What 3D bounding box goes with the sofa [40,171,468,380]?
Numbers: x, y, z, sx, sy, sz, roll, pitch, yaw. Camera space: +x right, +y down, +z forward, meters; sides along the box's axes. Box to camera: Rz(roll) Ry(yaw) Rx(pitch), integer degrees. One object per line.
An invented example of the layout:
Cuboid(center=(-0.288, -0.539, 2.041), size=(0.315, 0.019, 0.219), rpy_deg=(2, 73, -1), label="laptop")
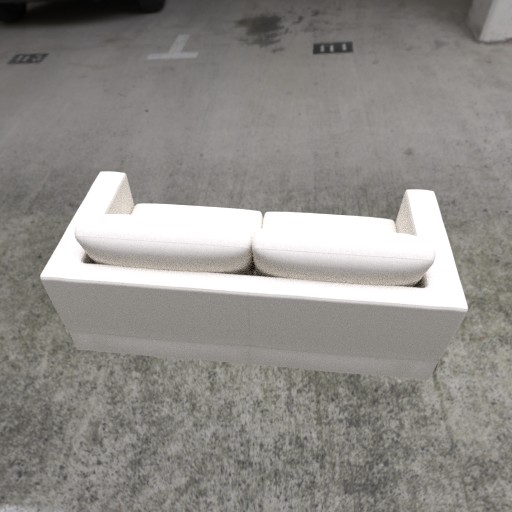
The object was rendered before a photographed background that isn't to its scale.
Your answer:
Cuboid(center=(0.000, 0.000, 2.651), size=(2.163, 0.881, 0.954), rpy_deg=(4, 46, 4), label="sofa")
